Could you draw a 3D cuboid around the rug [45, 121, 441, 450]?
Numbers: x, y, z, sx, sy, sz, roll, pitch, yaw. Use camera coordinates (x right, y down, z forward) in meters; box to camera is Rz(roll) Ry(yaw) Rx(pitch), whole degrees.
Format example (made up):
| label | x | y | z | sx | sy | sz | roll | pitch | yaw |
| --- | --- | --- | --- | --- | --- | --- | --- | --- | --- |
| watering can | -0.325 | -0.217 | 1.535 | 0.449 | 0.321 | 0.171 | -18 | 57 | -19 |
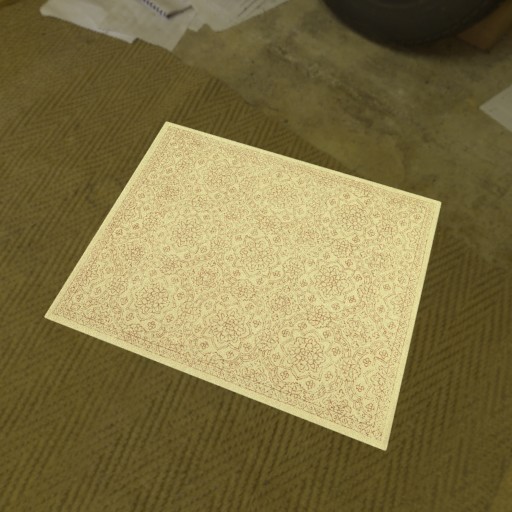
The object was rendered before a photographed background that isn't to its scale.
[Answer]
| label | x | y | z | sx | sy | sz | roll | pitch | yaw |
| --- | --- | --- | --- | --- | --- | --- | --- | --- | --- |
| rug | 0.000 | 0.000 | 4.161 | 3.050 | 0.015 | 2.441 | 19 | 64 | 9 |
